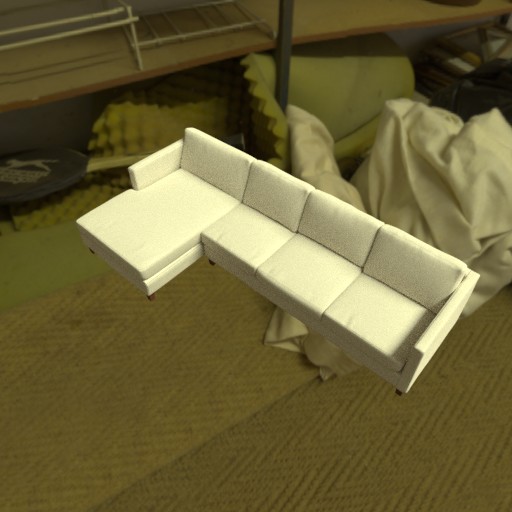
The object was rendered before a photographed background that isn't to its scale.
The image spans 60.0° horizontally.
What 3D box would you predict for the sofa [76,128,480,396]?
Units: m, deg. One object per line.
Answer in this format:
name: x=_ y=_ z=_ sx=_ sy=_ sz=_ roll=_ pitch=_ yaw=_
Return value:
sofa: x=0.000 y=0.000 z=3.874 sx=3.186 sy=0.846 sz=1.625 roll=33 pitch=54 yaw=27
